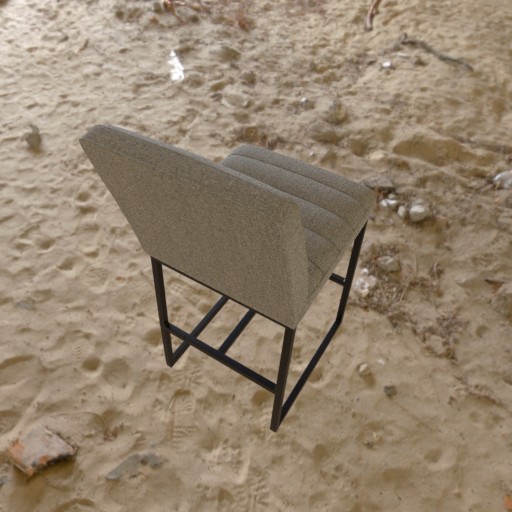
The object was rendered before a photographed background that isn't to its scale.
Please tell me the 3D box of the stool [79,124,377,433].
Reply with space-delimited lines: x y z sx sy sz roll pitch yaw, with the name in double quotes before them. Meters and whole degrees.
"stool" 0.000 0.000 1.242 0.460 0.940 0.560 25 52 21
